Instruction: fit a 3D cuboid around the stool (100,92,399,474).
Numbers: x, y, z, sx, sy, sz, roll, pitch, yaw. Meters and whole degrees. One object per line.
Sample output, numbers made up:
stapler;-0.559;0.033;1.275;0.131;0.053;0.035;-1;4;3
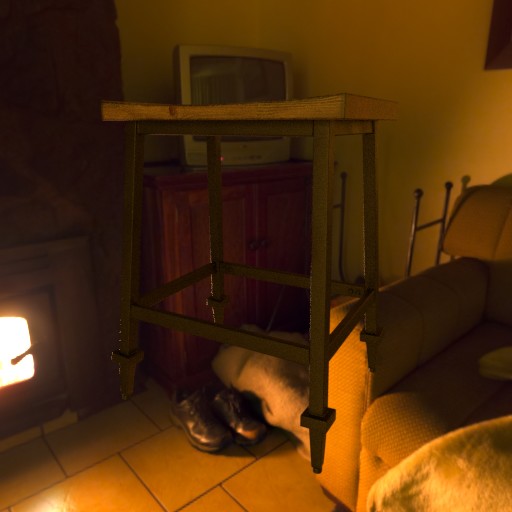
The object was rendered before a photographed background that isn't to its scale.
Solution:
stool;0.000;0.000;0.948;0.486;0.625;0.405;9;19;27
